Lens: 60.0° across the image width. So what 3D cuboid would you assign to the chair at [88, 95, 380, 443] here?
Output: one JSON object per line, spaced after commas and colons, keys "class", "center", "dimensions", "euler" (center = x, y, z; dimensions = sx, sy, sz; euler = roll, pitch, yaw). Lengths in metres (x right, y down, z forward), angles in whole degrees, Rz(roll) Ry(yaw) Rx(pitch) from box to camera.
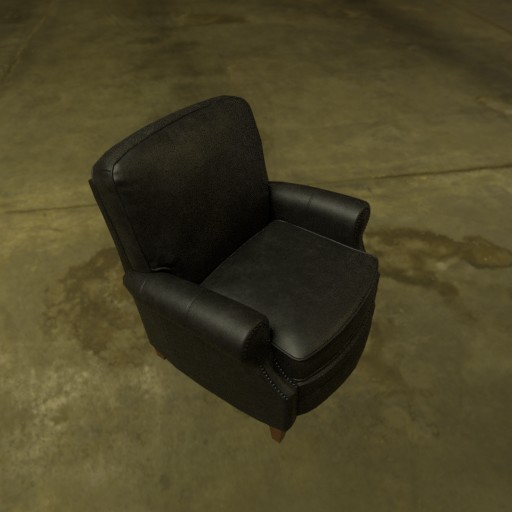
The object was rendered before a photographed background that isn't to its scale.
{"class": "chair", "center": [0.000, 0.000, 1.773], "dimensions": [0.986, 1.018, 0.936], "euler": [25, 47, 26]}
